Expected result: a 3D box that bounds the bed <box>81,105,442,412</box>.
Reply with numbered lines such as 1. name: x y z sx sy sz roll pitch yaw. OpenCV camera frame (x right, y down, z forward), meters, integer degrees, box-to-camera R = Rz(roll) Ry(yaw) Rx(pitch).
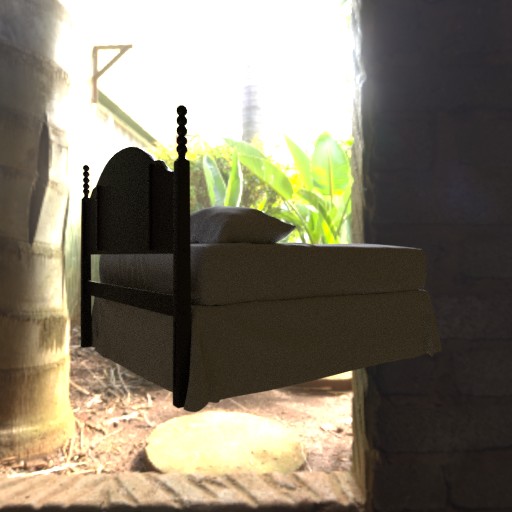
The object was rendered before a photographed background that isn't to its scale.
1. bed: 0.000 0.000 3.219 2.040 1.356 1.873 0 0 -36
